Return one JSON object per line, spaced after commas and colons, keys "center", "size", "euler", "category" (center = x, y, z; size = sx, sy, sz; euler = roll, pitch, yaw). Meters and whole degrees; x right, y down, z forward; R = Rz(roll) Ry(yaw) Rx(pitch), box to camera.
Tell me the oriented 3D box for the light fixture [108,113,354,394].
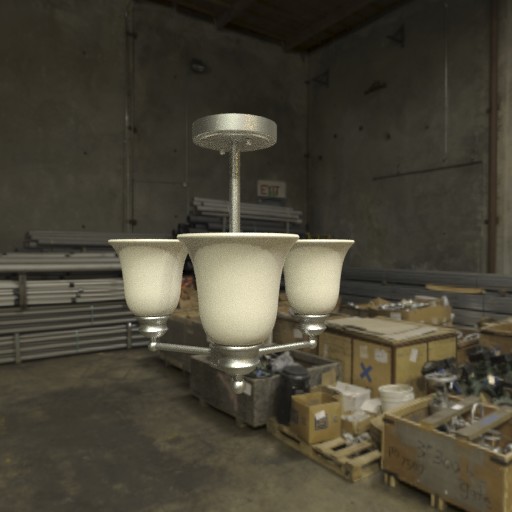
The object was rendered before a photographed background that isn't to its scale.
{"center": [0.000, 0.000, 0.656], "size": [0.354, 0.370, 0.388], "euler": [0, 1, -34], "category": "light fixture"}
